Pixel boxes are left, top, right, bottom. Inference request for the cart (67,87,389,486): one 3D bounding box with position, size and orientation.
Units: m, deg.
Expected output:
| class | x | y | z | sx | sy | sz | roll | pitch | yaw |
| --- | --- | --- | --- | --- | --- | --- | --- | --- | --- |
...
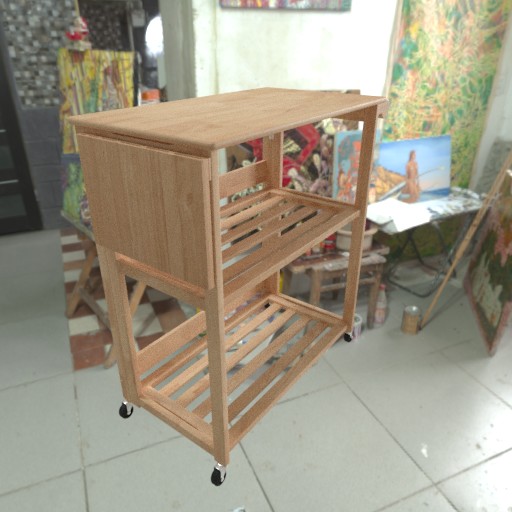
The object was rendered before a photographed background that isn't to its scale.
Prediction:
| class | x | y | z | sx | sy | sz | roll | pitch | yaw |
| --- | --- | --- | --- | --- | --- | --- | --- | --- | --- |
| cart | 0.000 | 0.000 | 1.342 | 0.432 | 0.879 | 0.853 | 19 | 32 | 32 |
